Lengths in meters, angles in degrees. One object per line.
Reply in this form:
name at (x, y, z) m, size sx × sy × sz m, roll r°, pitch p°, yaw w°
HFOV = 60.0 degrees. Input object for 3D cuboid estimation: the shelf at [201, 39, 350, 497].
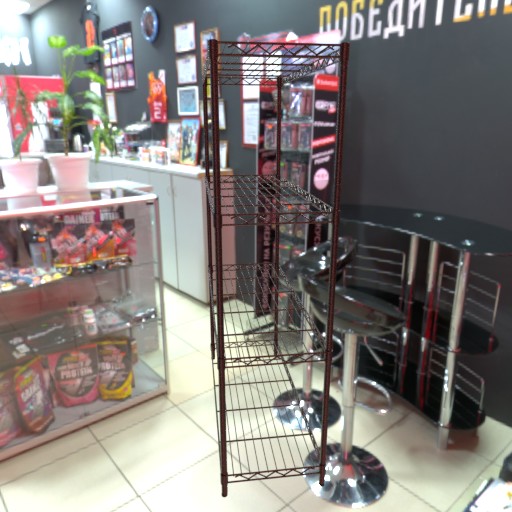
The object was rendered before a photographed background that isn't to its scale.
shelf at (0.000, 0.000, 1.697) m, size 0.352 × 1.361 × 0.907 m, roll -2°, pitch 17°, yaw -7°
